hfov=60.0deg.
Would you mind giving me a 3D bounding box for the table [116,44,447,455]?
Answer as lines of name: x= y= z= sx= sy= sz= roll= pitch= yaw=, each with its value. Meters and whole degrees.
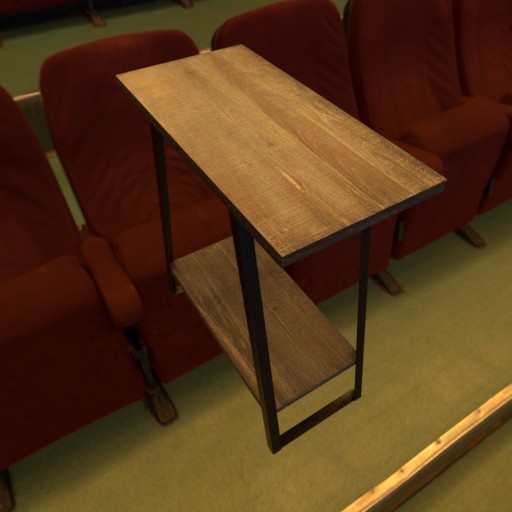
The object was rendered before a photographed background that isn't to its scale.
table: x=0.000 y=0.000 z=1.034 sx=0.300 sy=0.701 sz=0.599 roll=-24 pitch=51 yaw=-21
